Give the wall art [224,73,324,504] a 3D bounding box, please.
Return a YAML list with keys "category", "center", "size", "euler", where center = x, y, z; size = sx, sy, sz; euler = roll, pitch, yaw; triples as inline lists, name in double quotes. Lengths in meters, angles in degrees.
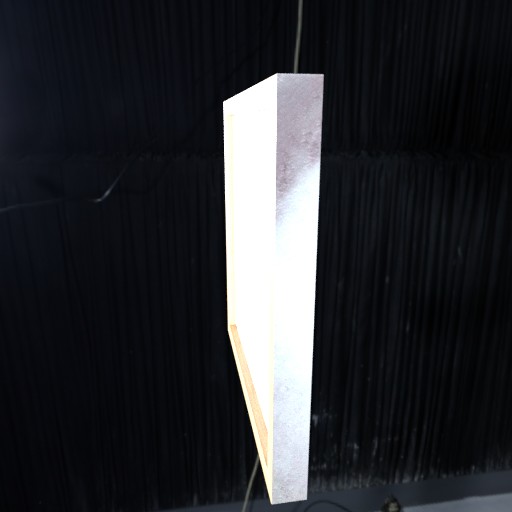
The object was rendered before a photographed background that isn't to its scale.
- category: "wall art"
  center: [0.000, 0.000, 0.439]
  size: [0.028, 0.303, 0.303]
  euler: [-3, 16, -9]
